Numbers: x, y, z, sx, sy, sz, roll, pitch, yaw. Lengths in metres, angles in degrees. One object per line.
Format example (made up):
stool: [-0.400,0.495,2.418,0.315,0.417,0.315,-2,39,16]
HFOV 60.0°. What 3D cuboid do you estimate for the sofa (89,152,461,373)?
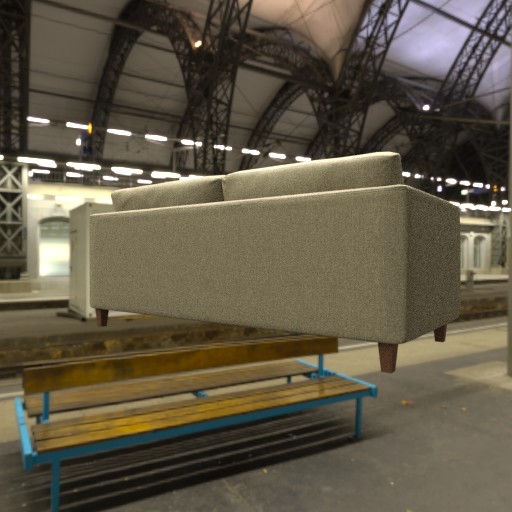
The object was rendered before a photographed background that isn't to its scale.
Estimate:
sofa: [0.000,0.000,2.766,2.208,0.960,0.956,0,0,37]
